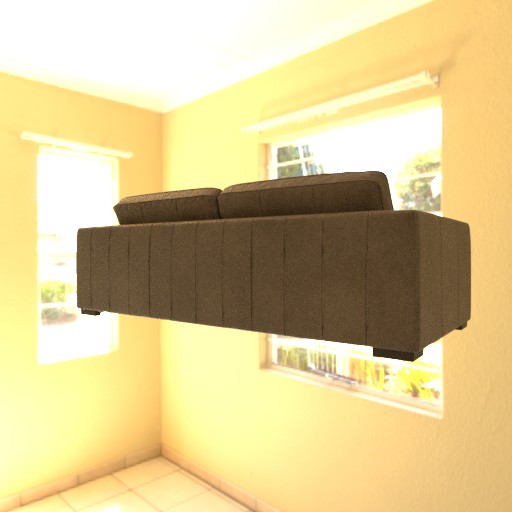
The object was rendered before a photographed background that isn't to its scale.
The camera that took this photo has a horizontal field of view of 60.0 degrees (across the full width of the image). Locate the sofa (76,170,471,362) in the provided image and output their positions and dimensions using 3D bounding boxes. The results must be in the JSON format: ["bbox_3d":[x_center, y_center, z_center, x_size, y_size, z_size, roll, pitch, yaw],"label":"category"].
[{"bbox_3d":[0.000,0.000,2.737,2.262,0.801,1.070,0,1,36],"label":"sofa"}]
